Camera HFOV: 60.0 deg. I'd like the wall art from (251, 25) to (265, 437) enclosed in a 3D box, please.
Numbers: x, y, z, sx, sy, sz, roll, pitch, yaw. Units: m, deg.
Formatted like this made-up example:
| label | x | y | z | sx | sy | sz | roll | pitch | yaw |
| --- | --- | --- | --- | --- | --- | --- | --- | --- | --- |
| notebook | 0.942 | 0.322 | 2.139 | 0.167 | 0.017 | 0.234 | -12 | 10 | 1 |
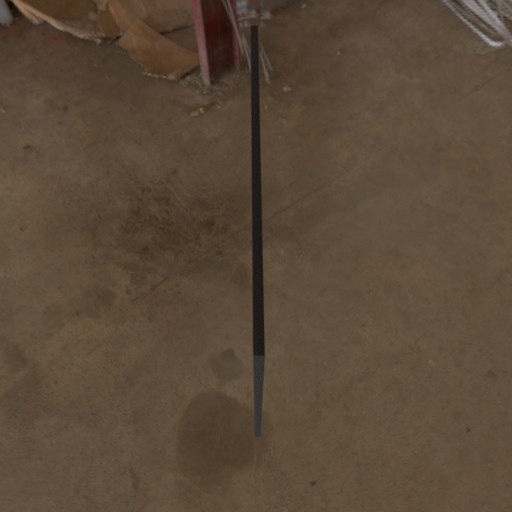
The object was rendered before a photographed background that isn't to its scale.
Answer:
| label | x | y | z | sx | sy | sz | roll | pitch | yaw |
| --- | --- | --- | --- | --- | --- | --- | --- | --- | --- |
| wall art | 0.000 | 0.000 | 0.836 | 0.012 | 0.558 | 0.562 | -1 | 60 | 0 |
